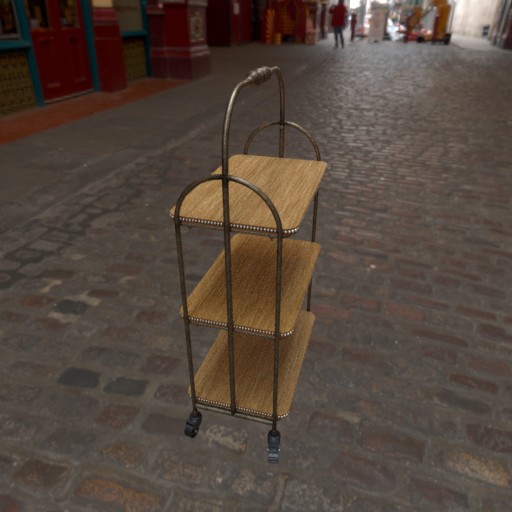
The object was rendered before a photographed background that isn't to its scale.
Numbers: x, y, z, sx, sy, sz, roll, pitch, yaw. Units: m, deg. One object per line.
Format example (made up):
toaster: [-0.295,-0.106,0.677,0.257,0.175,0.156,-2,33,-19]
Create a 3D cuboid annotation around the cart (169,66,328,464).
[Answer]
cart: [0.000,0.000,1.347,0.330,1.052,0.650,8,30,14]
